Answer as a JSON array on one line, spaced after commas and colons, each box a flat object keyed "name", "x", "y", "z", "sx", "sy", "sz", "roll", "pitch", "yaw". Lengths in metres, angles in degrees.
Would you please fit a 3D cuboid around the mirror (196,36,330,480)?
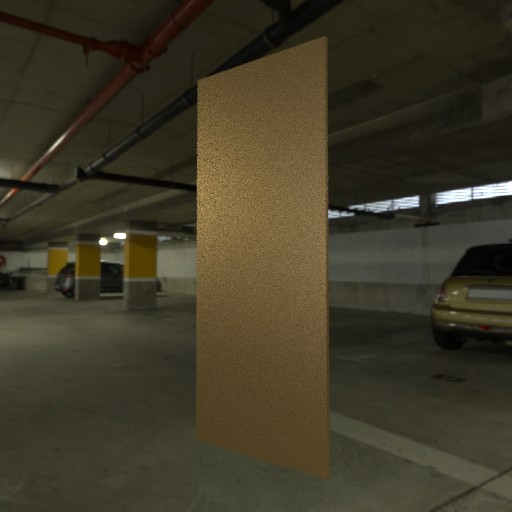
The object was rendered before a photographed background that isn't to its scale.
[{"name": "mirror", "x": 0.000, "y": 0.000, "z": 2.277, "sx": 0.812, "sy": 2.031, "sz": 0.025, "roll": -1, "pitch": -2, "yaw": 36}]
